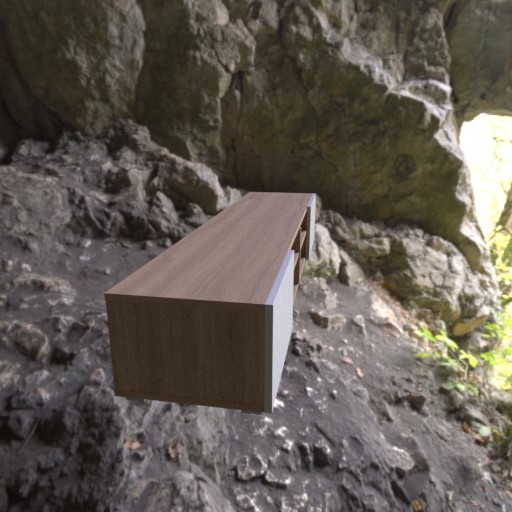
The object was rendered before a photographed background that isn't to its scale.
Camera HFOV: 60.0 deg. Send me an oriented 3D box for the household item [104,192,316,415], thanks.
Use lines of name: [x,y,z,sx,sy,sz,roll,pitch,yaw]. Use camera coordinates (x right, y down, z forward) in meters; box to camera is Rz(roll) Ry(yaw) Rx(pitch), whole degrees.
household item: [0.000,0.000,1.970,0.420,0.310,1.850,3,16,10]
